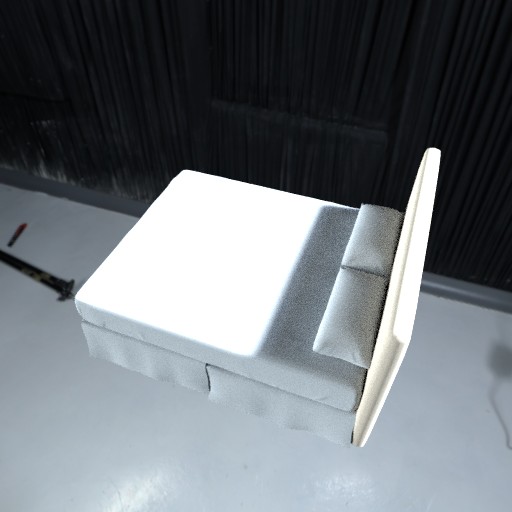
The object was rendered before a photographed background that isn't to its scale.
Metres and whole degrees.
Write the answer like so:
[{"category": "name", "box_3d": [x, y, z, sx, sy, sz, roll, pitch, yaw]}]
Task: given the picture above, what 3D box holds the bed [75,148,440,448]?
[{"category": "bed", "box_3d": [0.000, 0.000, 3.243, 2.142, 1.330, 1.748, 15, 47, 14]}]
